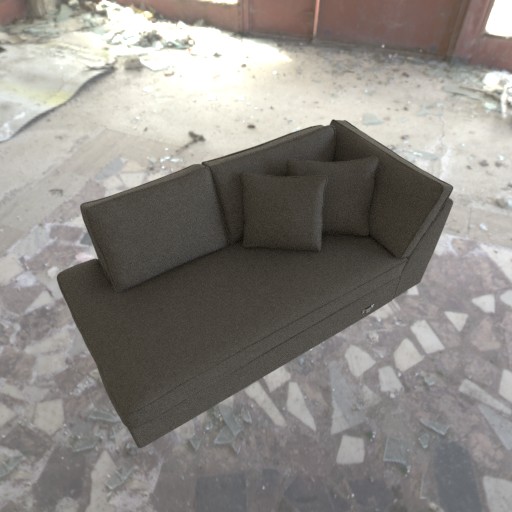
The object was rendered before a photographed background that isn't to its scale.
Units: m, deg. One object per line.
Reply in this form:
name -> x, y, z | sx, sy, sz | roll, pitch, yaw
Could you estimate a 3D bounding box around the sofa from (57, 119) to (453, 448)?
sofa -> 0.000, 0.000, 2.798 | 2.237, 1.033, 1.110 | -25, 51, -22
